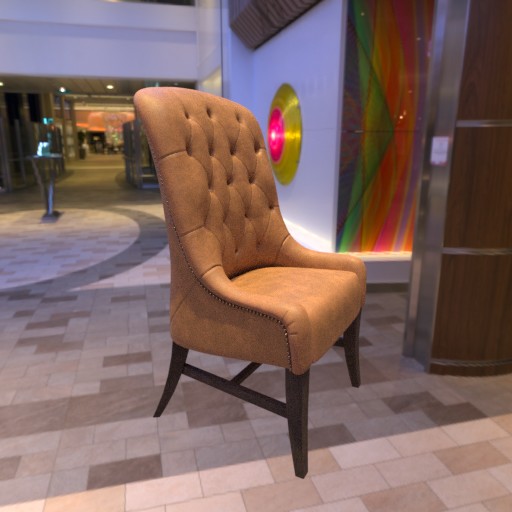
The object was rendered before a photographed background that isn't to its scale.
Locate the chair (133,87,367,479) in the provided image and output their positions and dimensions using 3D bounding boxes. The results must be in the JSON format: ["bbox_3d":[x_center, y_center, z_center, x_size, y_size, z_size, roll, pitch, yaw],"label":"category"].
[{"bbox_3d":[0.000,0.000,1.499,0.629,1.091,0.634,8,16,28],"label":"chair"}]
